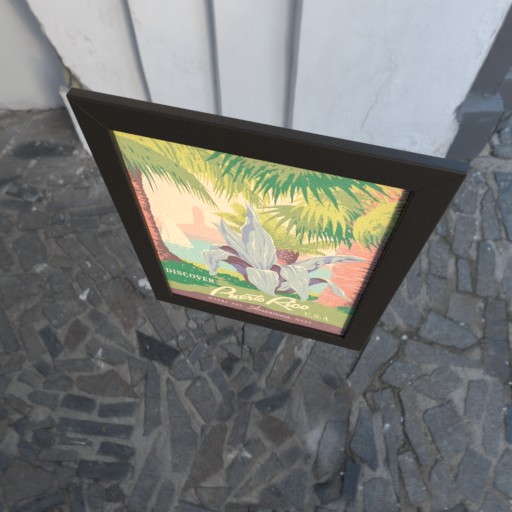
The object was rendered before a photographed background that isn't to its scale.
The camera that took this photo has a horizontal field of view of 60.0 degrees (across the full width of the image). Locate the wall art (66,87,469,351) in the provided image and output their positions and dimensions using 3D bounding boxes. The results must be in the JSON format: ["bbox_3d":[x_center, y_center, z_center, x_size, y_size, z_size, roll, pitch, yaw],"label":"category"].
[{"bbox_3d":[0.000,0.000,0.764,0.481,0.582,0.018,13,60,8],"label":"wall art"}]
